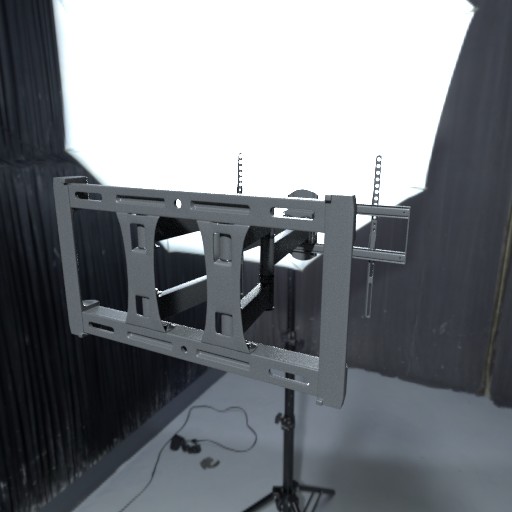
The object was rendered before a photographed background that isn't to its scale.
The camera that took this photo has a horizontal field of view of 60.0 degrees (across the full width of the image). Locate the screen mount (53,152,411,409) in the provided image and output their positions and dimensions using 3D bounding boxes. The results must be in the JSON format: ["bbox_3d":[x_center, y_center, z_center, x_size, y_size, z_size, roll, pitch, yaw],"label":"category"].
[{"bbox_3d":[0.000,0.000,1.130,0.661,0.491,0.644,8,17,27],"label":"screen mount"}]
